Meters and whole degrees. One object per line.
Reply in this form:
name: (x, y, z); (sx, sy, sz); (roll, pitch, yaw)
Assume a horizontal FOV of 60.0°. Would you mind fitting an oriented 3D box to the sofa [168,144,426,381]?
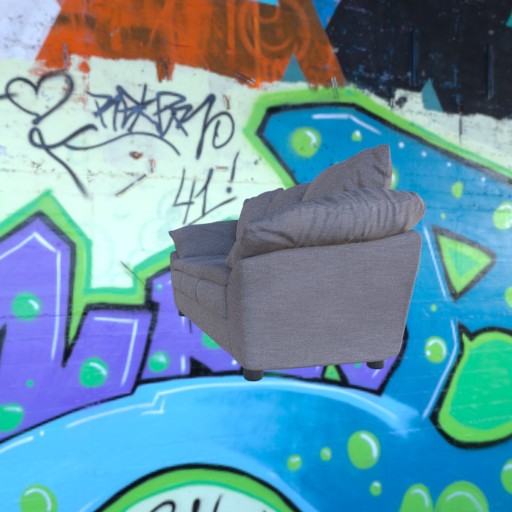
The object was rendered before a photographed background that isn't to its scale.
sofa: (0.000, 0.000, 2.903); (0.927, 1.043, 2.390); (0, 1, -18)
